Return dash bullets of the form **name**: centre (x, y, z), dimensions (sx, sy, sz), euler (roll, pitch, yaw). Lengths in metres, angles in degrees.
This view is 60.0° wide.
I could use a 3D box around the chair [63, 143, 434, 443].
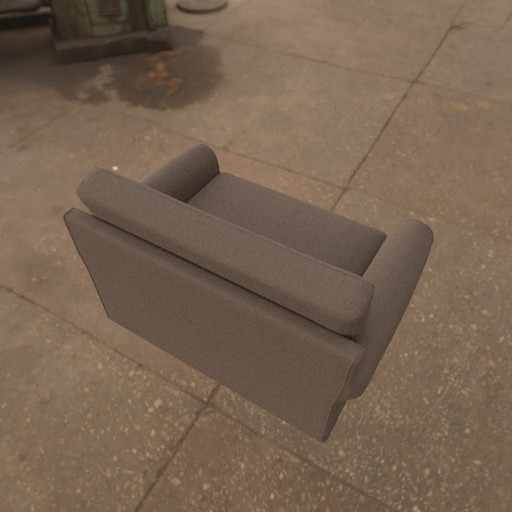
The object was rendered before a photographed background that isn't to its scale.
- **chair**: centre (0.000, 0.000, 2.055), dimensions (1.390, 0.930, 0.930), euler (24, 52, 21)
